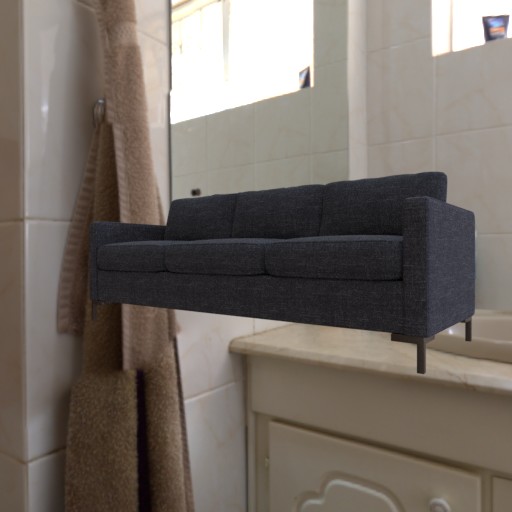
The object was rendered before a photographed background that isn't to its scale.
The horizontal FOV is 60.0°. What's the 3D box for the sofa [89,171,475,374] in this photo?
[{"bbox_3d":[0.000,0.000,2.627,2.218,0.874,0.859,0,0,37],"label":"sofa"}]
